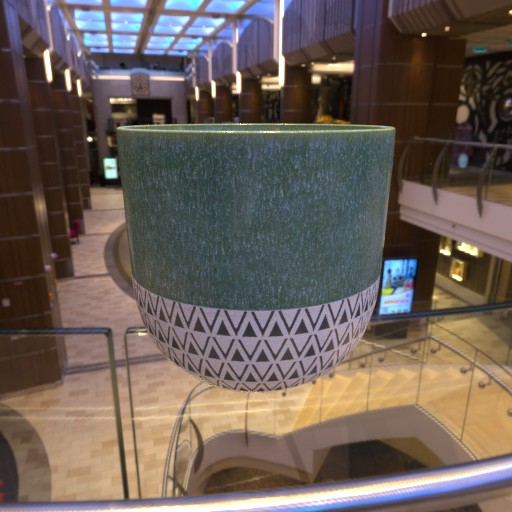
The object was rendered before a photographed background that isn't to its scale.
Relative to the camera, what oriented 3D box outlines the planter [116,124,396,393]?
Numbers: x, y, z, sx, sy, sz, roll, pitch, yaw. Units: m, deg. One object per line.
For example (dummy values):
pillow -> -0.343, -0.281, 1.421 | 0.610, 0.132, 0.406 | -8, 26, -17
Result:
planter -> 0.000, 0.000, 0.481 | 0.266, 0.270, 0.266 | 0, 18, 0
